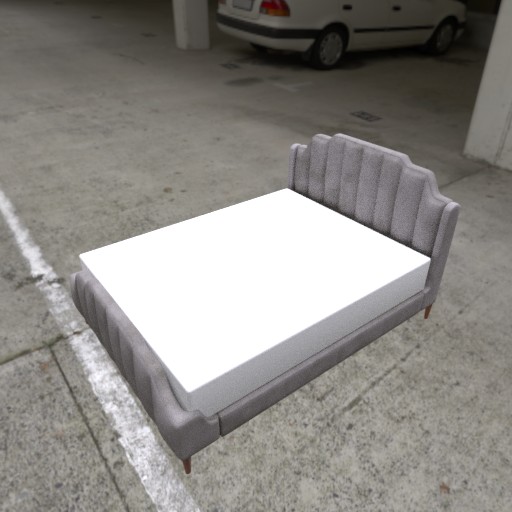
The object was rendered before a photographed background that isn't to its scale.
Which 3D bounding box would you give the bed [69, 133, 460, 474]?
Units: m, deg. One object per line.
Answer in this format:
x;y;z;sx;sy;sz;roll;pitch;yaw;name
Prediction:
0.000;0.000;3.259;2.340;1.245;1.676;-22;38;-31;bed
